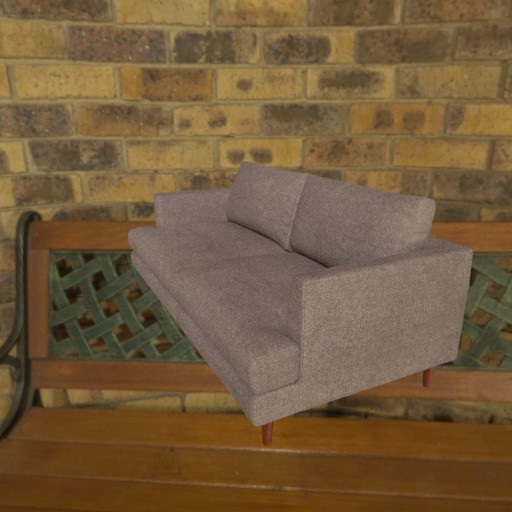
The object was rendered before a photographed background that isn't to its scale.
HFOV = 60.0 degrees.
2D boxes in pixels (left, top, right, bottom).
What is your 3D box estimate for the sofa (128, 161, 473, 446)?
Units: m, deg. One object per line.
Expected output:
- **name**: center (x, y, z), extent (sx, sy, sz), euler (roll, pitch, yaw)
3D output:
- **sofa**: center (0.000, 0.000, 2.457), extent (1.020, 0.868, 1.948), euler (-9, 19, -26)
